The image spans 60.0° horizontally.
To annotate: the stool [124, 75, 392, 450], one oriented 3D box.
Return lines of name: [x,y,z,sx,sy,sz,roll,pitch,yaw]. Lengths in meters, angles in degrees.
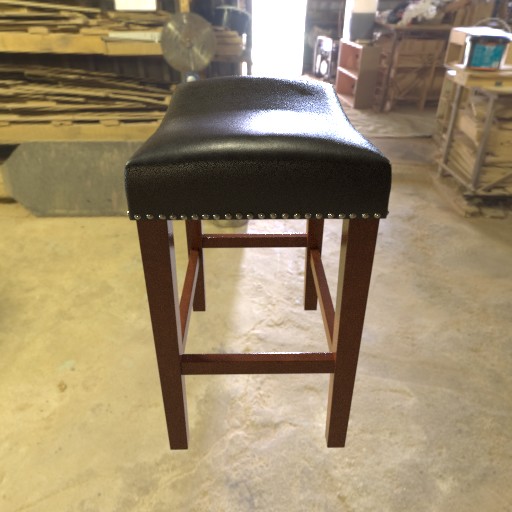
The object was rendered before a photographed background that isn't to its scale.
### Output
stool: [0.000,0.000,0.951,0.372,0.654,0.504,0,33,-1]
